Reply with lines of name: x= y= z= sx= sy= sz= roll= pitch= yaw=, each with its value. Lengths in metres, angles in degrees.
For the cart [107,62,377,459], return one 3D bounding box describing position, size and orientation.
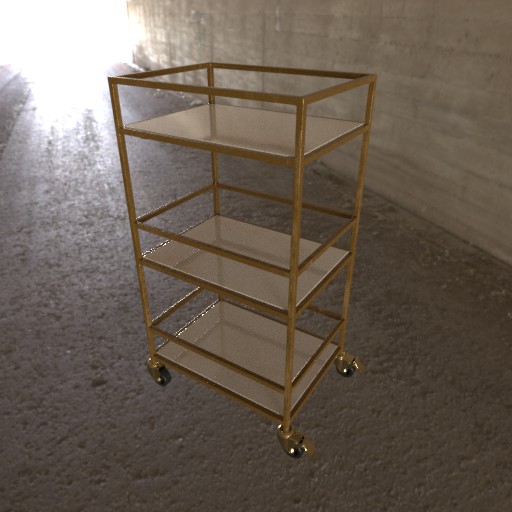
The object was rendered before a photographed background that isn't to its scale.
cart: x=0.000 y=0.000 z=1.005 sx=0.483 sy=0.761 sz=0.332 roll=17 pitch=34 yaw=28
